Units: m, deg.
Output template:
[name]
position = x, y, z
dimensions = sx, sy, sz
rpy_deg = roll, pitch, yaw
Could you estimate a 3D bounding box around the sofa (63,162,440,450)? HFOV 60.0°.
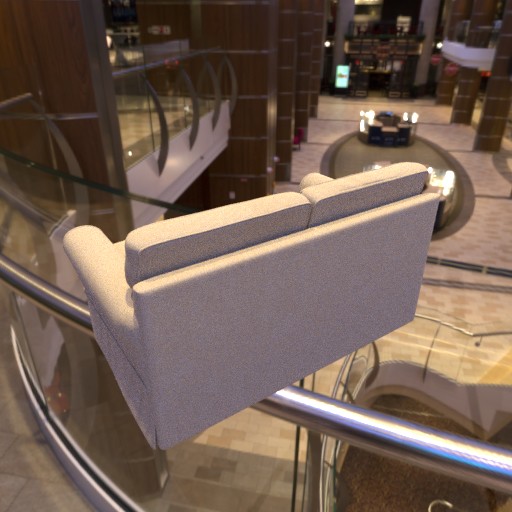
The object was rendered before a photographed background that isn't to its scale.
[sofa]
position = 0.000, 0.000, 2.376
dimensions = 1.727, 0.940, 0.991
rpy_deg = -18, 33, -30
